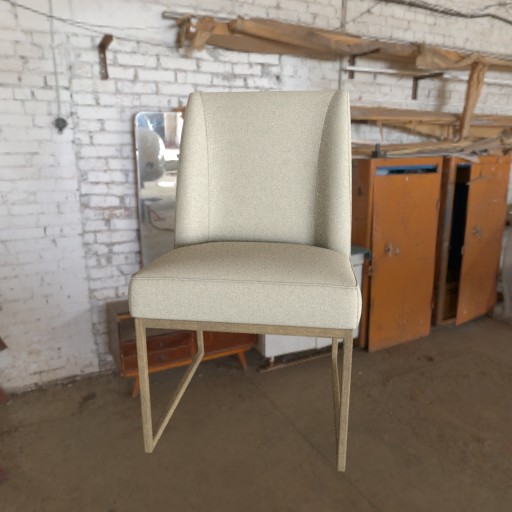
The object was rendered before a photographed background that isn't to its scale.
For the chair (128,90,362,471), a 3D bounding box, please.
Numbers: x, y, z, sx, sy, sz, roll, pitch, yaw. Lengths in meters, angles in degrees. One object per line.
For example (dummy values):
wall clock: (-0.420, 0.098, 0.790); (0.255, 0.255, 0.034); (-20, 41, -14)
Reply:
chair: (0.000, 0.000, 1.162); (0.508, 0.863, 0.522); (2, 15, 8)
